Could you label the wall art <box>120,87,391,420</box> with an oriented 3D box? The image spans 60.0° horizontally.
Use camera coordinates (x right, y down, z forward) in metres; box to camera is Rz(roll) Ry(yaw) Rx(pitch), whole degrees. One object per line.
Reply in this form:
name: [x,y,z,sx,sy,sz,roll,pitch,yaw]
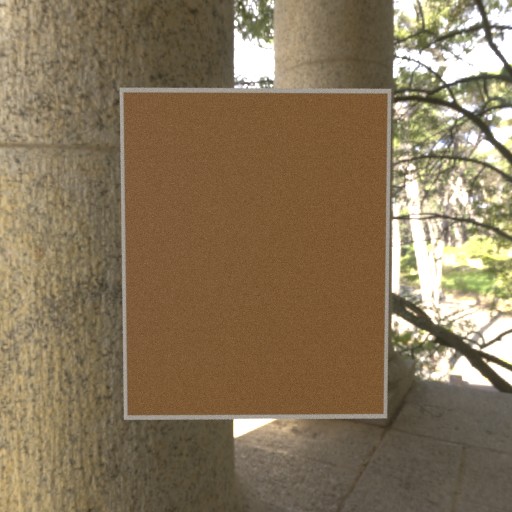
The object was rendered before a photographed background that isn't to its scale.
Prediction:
wall art: [0.000,0.000,0.748,0.443,0.549,0.030,0,2,-1]
